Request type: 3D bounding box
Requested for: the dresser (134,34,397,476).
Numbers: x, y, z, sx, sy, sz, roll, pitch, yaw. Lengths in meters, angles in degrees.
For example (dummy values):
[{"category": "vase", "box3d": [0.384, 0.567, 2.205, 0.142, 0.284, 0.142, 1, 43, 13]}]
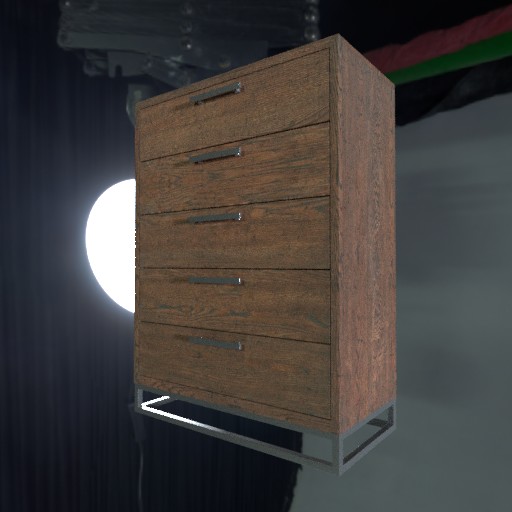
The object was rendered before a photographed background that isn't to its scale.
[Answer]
[{"category": "dresser", "box3d": [0.000, 0.000, 1.792, 0.965, 1.321, 0.508, -1, -1, 37]}]
